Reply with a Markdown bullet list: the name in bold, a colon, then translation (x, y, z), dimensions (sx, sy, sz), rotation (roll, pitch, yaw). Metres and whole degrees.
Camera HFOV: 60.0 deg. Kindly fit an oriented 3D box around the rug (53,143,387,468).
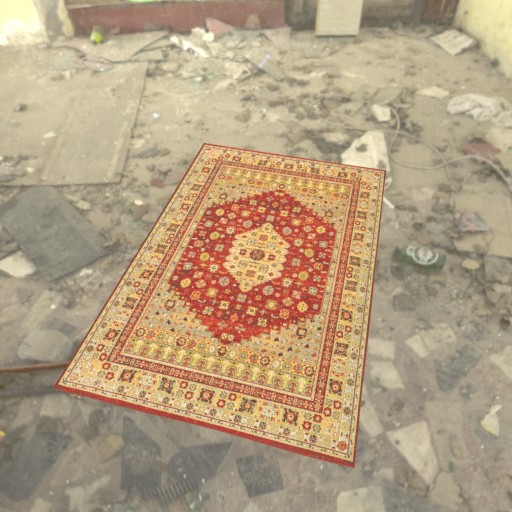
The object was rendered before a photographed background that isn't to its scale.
- **rug**: translation (0.000, 0.000, 2.254), dimensions (1.194, 0.013, 1.802), rotation (11, 48, 10)
